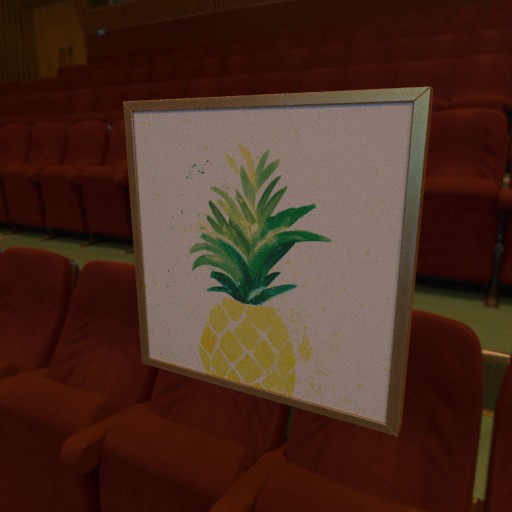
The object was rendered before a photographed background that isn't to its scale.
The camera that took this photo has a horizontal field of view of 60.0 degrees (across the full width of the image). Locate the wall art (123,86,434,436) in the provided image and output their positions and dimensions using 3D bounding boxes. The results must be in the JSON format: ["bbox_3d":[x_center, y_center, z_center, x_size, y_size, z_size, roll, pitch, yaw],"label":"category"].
[{"bbox_3d":[0.000,0.000,0.748,0.510,0.509,0.033,7,17,26],"label":"wall art"}]
